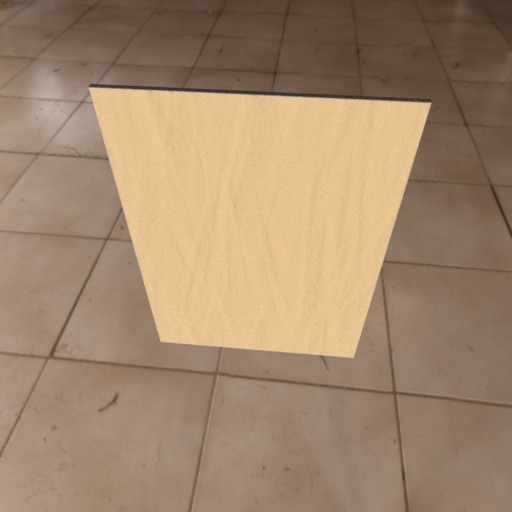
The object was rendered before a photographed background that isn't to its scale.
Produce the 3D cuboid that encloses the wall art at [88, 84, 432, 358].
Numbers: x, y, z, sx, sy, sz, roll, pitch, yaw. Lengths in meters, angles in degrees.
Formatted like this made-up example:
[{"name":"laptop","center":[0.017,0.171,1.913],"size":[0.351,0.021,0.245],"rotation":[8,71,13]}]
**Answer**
[{"name":"wall art","center":[0.000,0.000,1.451],"size":[0.810,1.116,0.016],"rotation":[4,46,4]}]
